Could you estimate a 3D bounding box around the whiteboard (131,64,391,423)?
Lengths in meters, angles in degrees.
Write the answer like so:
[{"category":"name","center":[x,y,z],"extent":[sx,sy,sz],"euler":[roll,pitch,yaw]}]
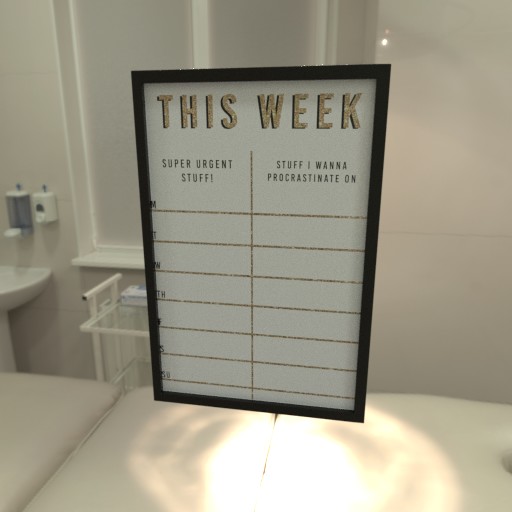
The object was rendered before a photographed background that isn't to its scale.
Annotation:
[{"category":"whiteboard","center":[0.000,0.000,0.775],"extent":[0.406,0.611,0.026],"euler":[3,16,10]}]
